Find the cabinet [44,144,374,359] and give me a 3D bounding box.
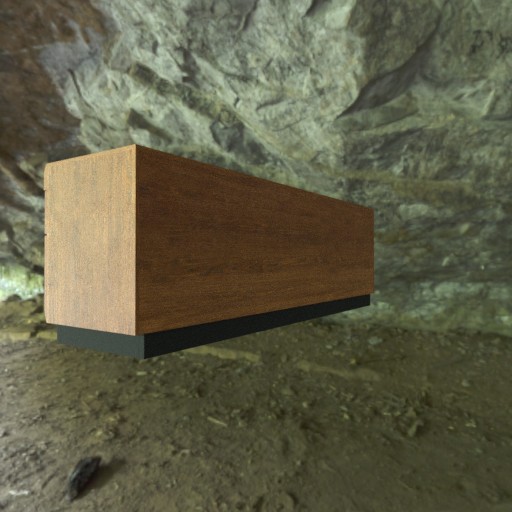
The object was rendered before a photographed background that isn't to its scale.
[{"bbox_3d":[0.000,0.000,1.812,0.419,0.510,1.600,0,-1,35],"label":"cabinet"}]
